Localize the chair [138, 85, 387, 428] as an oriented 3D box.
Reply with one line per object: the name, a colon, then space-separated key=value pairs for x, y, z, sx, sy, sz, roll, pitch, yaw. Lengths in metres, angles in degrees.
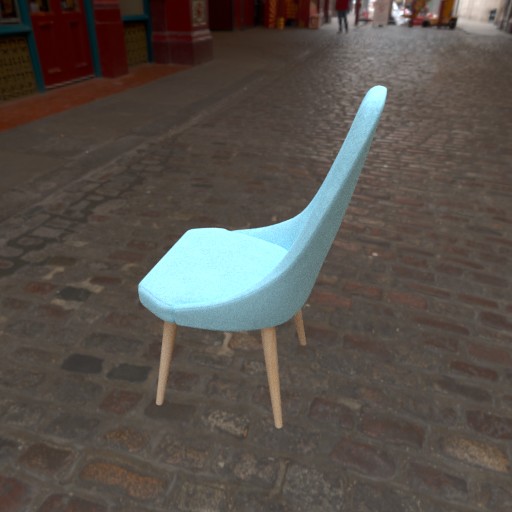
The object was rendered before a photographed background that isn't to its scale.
chair: x=0.000 y=0.000 z=1.418 sx=0.660 sy=1.040 sz=0.510 roll=9 pitch=32 yaw=14
